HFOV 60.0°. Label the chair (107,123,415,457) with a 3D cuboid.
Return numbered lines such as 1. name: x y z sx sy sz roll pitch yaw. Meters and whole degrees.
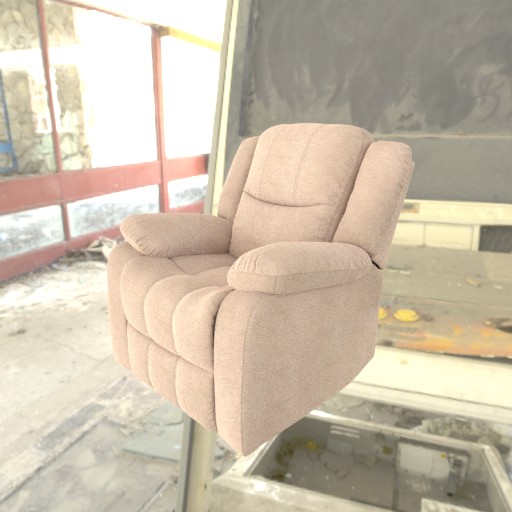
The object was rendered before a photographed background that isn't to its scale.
1. chair: 0.000 0.000 1.753 0.944 1.008 0.899 -16 23 -42
